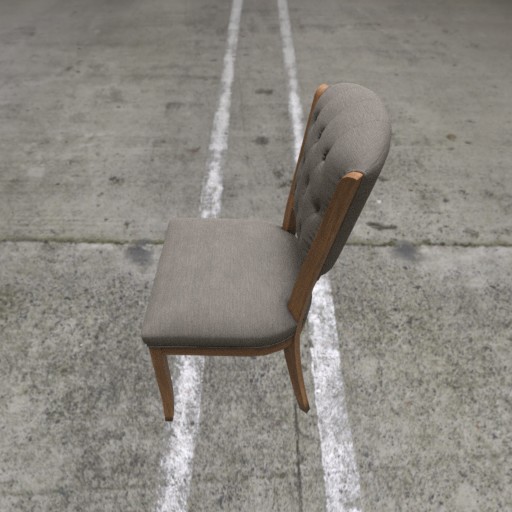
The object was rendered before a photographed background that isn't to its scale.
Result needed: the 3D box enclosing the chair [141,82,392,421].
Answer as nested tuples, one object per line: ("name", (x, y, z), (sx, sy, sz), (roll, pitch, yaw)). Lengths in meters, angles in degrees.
("chair", (0.000, 0.000, 1.270), (0.584, 0.905, 0.513), (0, 40, 0))
